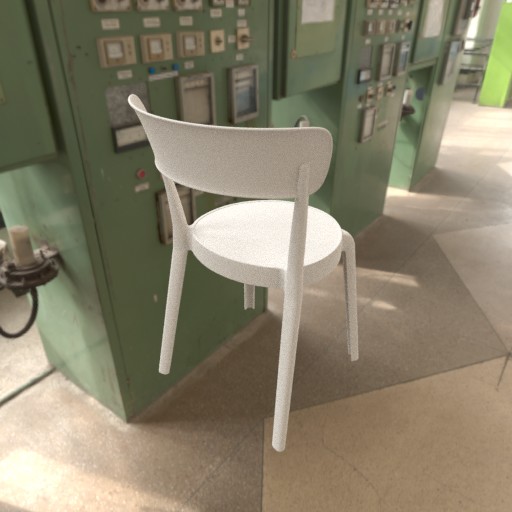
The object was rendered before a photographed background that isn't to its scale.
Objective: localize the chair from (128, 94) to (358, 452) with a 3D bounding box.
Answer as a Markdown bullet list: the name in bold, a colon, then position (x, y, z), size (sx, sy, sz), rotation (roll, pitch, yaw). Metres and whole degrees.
- **chair**: position (0.000, 0.000, 1.151), size (0.506, 0.790, 0.491), rotation (21, 36, 32)
